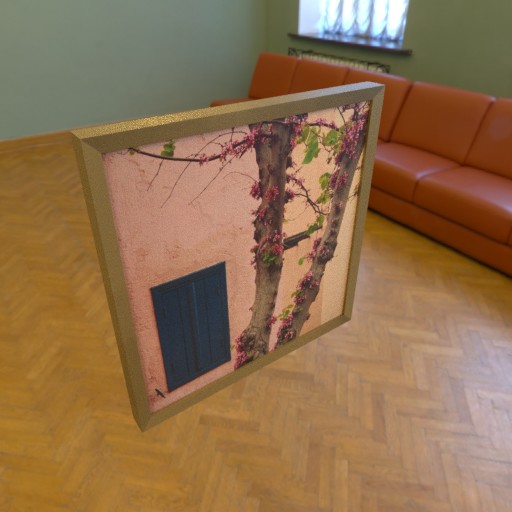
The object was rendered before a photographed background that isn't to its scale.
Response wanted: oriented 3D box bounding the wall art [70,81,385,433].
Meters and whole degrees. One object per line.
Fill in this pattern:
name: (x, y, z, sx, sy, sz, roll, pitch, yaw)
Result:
wall art: (0.000, 0.000, 0.763, 0.507, 0.508, 0.038, -21, 38, -30)
